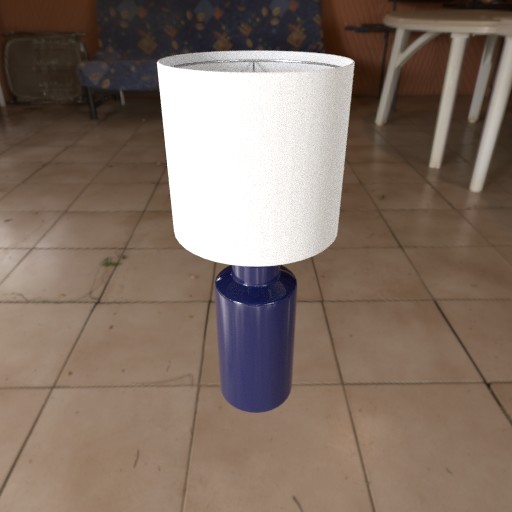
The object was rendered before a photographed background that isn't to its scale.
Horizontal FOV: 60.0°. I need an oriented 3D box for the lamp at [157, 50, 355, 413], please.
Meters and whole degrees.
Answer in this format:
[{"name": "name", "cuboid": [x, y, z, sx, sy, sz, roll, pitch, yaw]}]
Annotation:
[{"name": "lamp", "cuboid": [0.000, 0.000, 0.605, 0.212, 0.493, 0.212, -1, 30, -2]}]
